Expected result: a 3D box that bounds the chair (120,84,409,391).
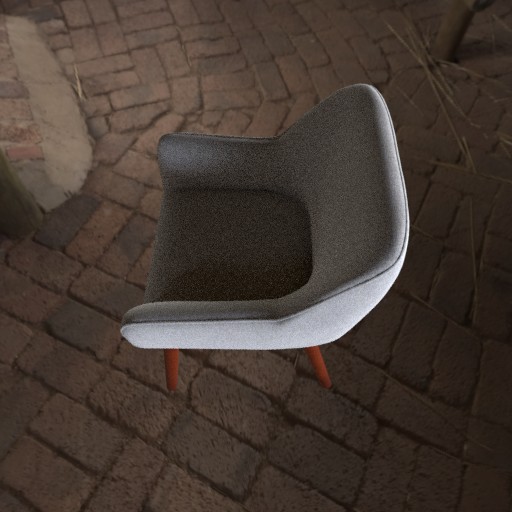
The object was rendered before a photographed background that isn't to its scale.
[{"bbox_3d":[0.000,0.000,1.263,0.610,0.813,0.610,1,58,1],"label":"chair"}]
